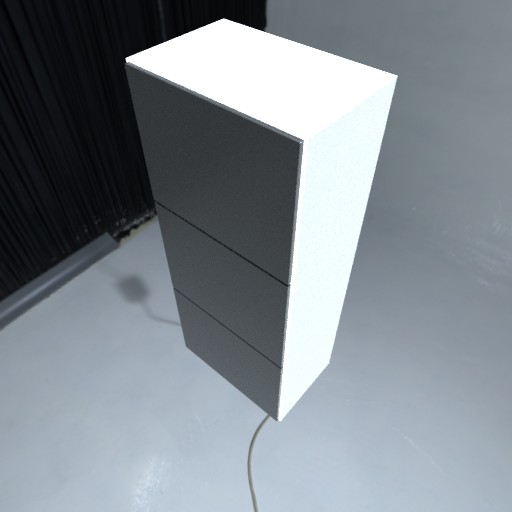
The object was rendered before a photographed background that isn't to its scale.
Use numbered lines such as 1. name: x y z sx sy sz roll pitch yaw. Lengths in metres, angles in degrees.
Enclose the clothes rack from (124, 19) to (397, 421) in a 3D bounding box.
1. clothes rack: 0.000 0.000 1.387 0.500 1.187 0.330 32 55 26
